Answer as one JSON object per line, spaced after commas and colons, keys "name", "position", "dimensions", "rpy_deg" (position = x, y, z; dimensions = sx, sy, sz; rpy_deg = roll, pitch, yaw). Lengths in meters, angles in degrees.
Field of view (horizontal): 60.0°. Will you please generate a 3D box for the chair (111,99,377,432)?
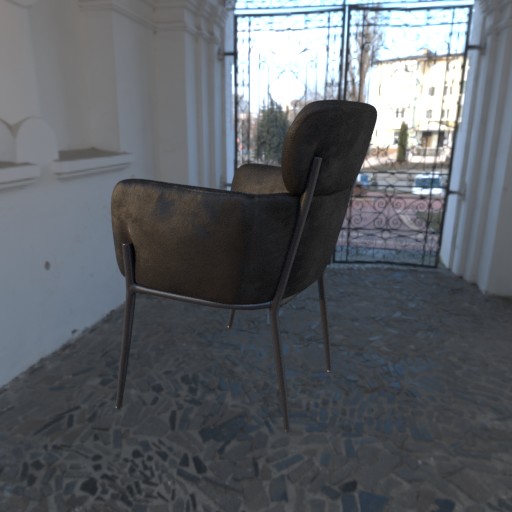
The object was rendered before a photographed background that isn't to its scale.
{"name": "chair", "position": [0.000, 0.000, 1.271], "dimensions": [0.604, 0.818, 0.640], "rpy_deg": [8, 18, 27]}
